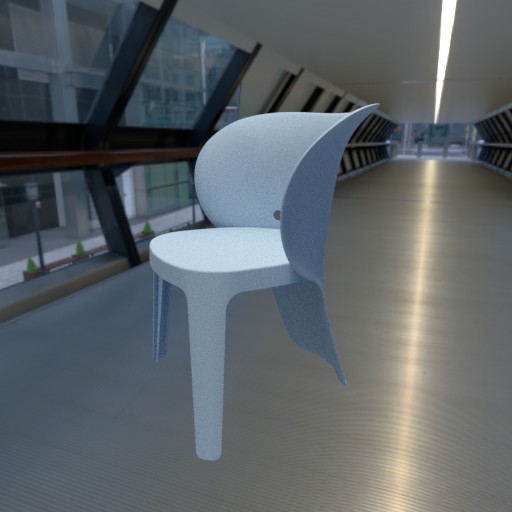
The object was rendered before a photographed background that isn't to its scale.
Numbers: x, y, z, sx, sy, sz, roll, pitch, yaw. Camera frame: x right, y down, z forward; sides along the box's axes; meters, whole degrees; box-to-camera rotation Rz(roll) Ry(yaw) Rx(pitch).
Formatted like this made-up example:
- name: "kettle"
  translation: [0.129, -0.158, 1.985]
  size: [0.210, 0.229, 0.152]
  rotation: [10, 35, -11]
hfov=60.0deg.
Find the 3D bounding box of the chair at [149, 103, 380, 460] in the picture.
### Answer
- name: "chair"
  translation: [0.000, 0.000, 0.868]
  size: [0.402, 0.554, 0.451]
  rotation: [-7, 17, -24]
